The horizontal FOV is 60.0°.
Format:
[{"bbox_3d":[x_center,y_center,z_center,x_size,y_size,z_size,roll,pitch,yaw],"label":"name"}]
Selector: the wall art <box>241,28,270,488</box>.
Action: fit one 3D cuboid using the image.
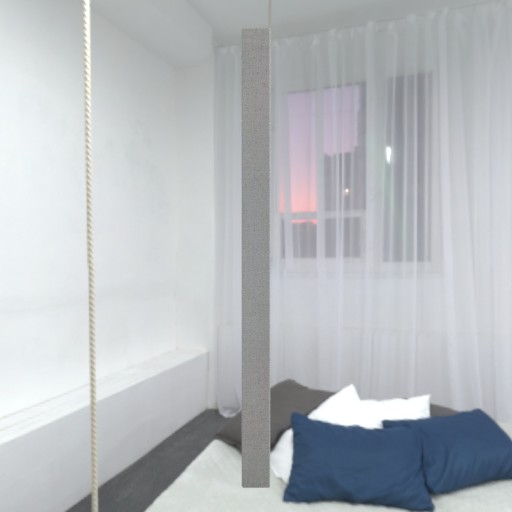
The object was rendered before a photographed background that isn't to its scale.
[{"bbox_3d":[0.000,0.000,0.894,0.040,0.612,0.612,0,1,0],"label":"wall art"}]
